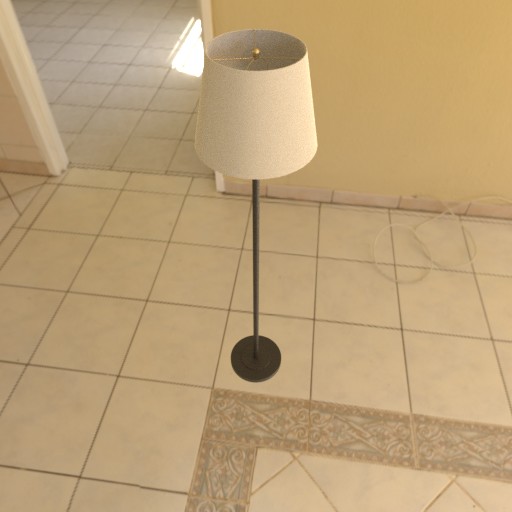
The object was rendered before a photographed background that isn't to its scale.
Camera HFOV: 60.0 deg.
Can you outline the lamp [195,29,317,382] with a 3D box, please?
[{"bbox_3d":[0.000,0.000,1.610,0.348,1.473,0.348,-2,47,-1],"label":"lamp"}]
